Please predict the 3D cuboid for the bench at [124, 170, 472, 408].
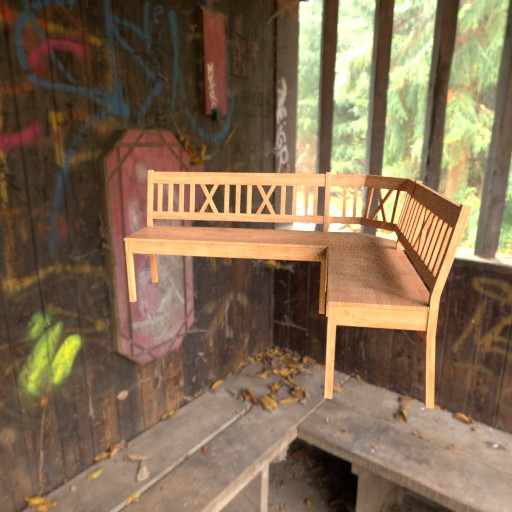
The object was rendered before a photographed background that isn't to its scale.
[{"bbox_3d":[0.000,0.000,2.709,1.937,0.902,1.537,2,15,9],"label":"bench"}]
